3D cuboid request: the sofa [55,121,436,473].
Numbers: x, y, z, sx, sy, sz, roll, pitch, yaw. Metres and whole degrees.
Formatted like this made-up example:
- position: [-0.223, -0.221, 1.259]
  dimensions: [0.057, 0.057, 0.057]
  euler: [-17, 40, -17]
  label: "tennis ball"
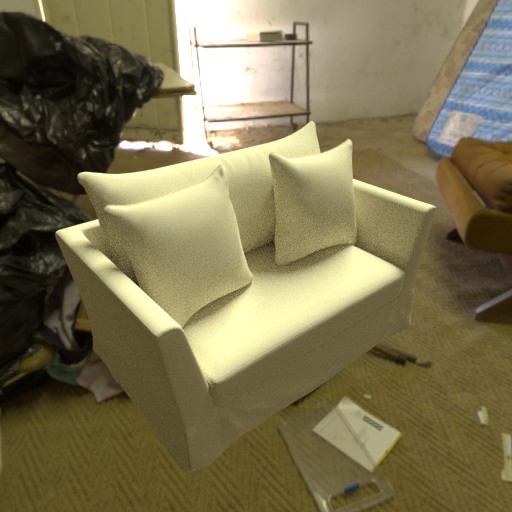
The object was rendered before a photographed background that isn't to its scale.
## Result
- position: [0.000, 0.000, 2.250]
  dimensions: [1.608, 1.039, 1.026]
  euler: [-22, 36, -34]
  label: "sofa"
